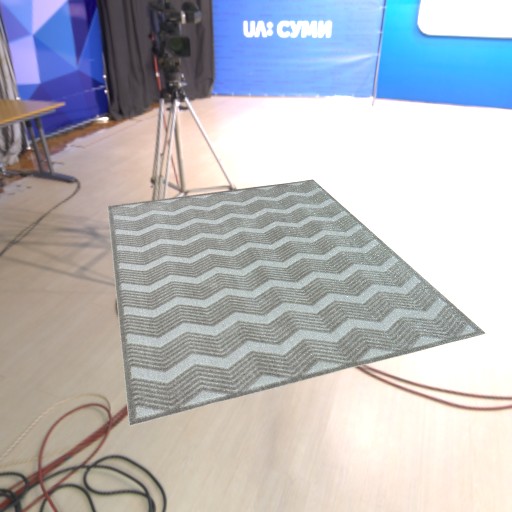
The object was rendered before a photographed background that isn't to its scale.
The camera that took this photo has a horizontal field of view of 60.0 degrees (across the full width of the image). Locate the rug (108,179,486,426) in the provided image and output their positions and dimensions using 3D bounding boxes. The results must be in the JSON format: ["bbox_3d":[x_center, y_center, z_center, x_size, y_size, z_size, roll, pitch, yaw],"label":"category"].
[{"bbox_3d":[0.000,0.000,3.882,2.391,0.005,2.880,-10,34,-15],"label":"rug"}]
